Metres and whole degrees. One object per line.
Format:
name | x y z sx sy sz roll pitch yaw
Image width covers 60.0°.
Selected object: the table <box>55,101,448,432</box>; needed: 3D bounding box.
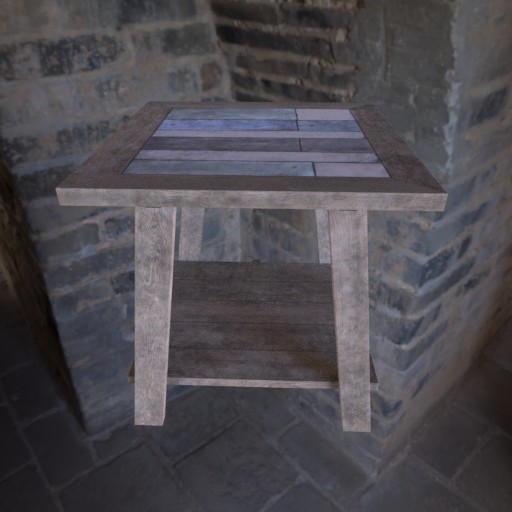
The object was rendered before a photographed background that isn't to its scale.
table | 0.000 0.000 1.105 0.610 0.610 0.610 1 32 2
